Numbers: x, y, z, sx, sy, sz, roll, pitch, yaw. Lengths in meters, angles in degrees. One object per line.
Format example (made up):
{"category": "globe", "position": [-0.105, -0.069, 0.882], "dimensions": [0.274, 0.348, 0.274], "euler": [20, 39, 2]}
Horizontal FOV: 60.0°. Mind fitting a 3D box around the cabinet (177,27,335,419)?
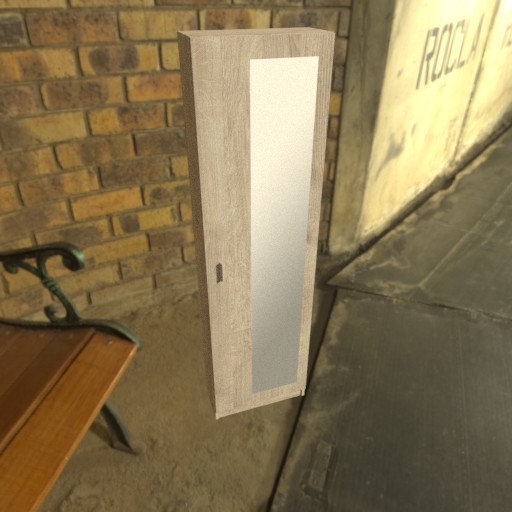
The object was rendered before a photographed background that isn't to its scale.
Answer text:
{"category": "cabinet", "position": [0.000, 0.000, 1.977], "dimensions": [0.500, 1.790, 0.230], "euler": [-10, 33, -16]}
